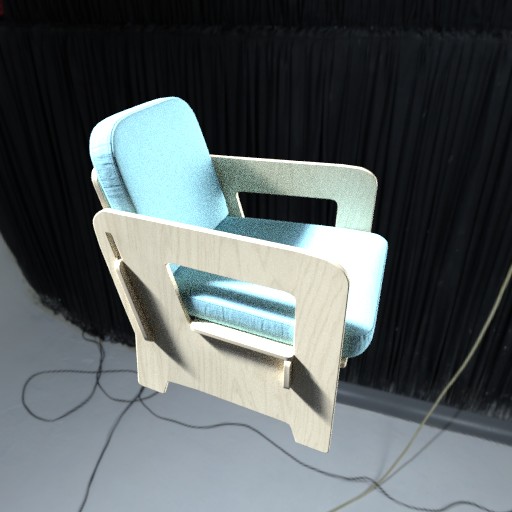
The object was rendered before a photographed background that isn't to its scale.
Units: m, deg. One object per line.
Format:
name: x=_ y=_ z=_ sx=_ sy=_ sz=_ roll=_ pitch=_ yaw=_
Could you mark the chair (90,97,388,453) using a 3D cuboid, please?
chair: x=0.000 y=0.000 z=1.272 sx=0.710 sy=0.800 sz=0.590 roll=10 pitch=32 yaw=16
